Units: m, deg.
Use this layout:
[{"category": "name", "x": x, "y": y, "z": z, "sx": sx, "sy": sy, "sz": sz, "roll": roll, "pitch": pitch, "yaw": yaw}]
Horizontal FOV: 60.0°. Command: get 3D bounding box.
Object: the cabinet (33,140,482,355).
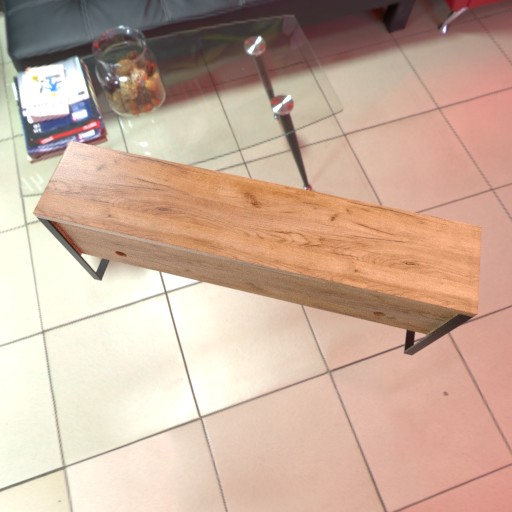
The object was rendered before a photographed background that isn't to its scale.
[{"category": "cabinet", "x": 0.000, "y": 0.000, "z": 2.165, "sx": 1.800, "sy": 0.762, "sz": 0.395, "roll": 13, "pitch": 67, "yaw": 6}]
